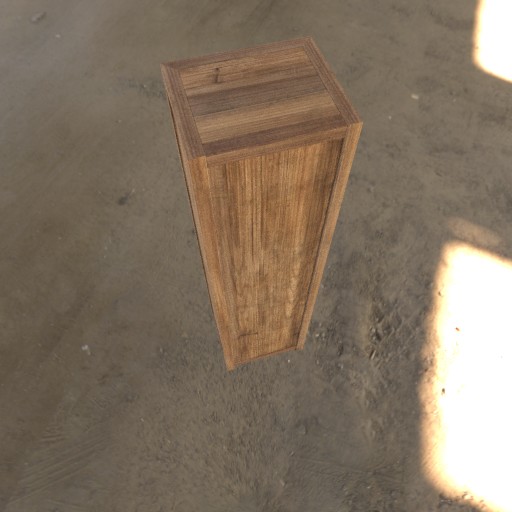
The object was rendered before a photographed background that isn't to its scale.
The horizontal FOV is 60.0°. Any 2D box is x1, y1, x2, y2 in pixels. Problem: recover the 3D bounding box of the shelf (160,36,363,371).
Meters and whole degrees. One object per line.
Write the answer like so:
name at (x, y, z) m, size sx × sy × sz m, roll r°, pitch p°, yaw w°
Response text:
shelf at (0.000, 0.000, 2.123) m, size 0.500 × 1.900 × 0.428 m, roll -14°, pitch 60°, yaw -8°
